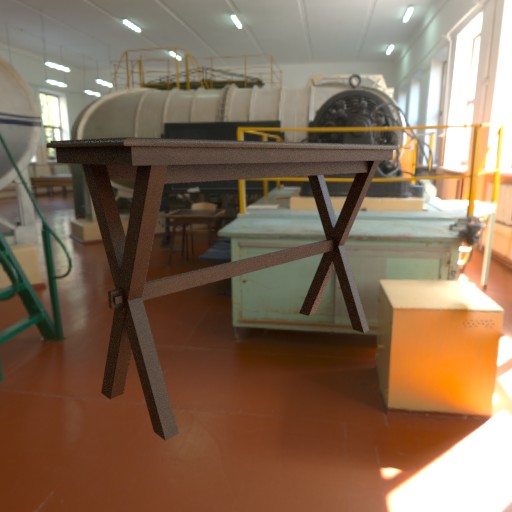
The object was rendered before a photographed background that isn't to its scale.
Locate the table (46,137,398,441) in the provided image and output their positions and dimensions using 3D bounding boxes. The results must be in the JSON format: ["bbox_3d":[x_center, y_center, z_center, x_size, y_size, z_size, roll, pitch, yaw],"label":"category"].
[{"bbox_3d":[0.000,0.000,1.551,0.399,0.763,1.197,12,18,43],"label":"table"}]
